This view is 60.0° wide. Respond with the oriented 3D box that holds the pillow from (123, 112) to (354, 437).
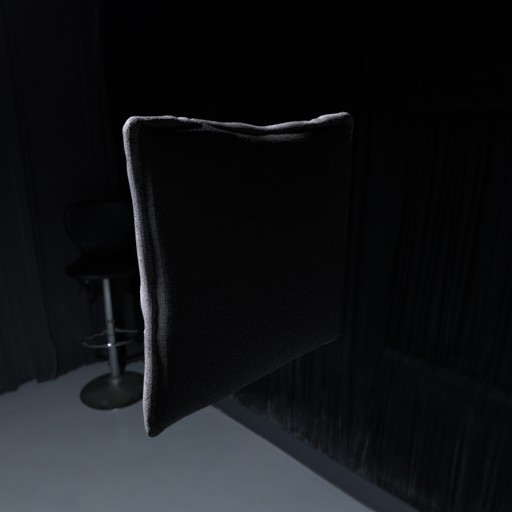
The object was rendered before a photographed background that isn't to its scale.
[{"bbox_3d":[0.000,0.000,0.834,0.522,0.520,0.204,-16,23,-42],"label":"pillow"}]
